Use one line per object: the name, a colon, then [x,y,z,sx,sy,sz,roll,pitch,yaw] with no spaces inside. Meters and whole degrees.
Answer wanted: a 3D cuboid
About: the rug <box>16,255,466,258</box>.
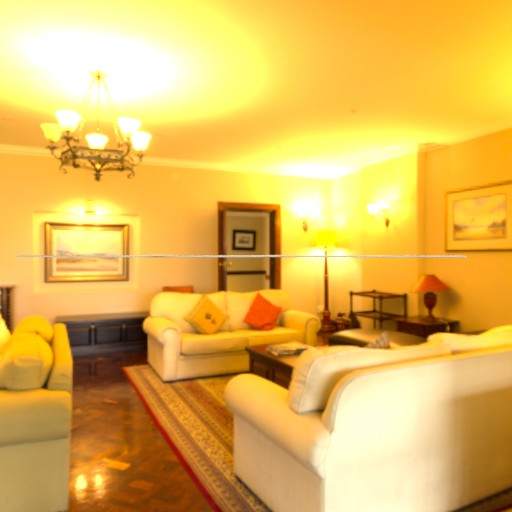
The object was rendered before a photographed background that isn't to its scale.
rug: [0.000,0.000,4.282,3.357,0.019,2.449,0,0,17]
